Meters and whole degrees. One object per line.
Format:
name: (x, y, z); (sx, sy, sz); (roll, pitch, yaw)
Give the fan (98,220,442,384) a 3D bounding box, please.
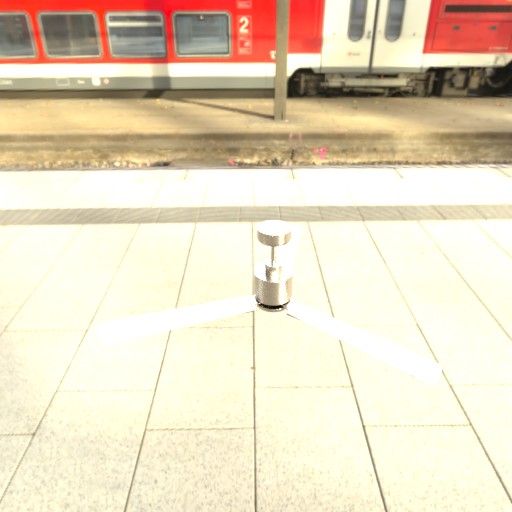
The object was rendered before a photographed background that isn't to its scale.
fan: (0.000, 0.000, 2.381); (1.561, 0.446, 1.531); (-1, 30, -2)
